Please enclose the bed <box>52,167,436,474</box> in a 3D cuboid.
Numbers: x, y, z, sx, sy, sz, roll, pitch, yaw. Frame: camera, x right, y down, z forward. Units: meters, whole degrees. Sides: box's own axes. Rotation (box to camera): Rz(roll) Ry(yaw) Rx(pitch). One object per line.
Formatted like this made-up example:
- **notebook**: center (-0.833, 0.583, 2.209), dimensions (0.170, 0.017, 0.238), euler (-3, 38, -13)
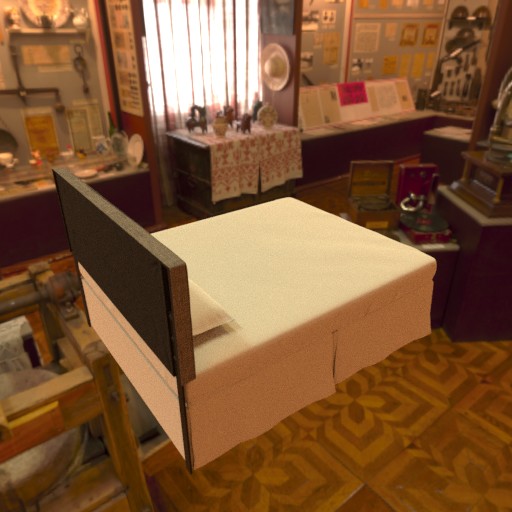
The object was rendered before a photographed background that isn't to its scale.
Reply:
- **bed**: center (0.000, 0.000, 2.951), dimensions (1.958, 1.168, 1.621), euler (-19, 33, -32)
